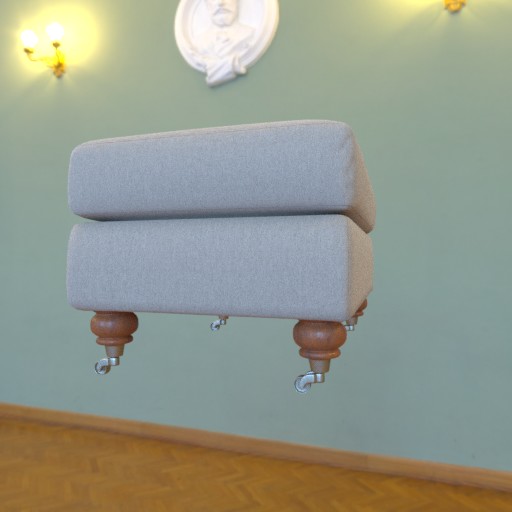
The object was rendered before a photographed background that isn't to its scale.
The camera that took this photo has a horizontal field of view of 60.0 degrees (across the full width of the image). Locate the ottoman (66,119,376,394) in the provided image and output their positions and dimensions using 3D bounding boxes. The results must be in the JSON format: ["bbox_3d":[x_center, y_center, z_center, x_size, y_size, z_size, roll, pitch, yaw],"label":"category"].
[{"bbox_3d":[0.000,0.000,1.135,0.574,0.497,0.773,0,-1,17],"label":"ottoman"}]
